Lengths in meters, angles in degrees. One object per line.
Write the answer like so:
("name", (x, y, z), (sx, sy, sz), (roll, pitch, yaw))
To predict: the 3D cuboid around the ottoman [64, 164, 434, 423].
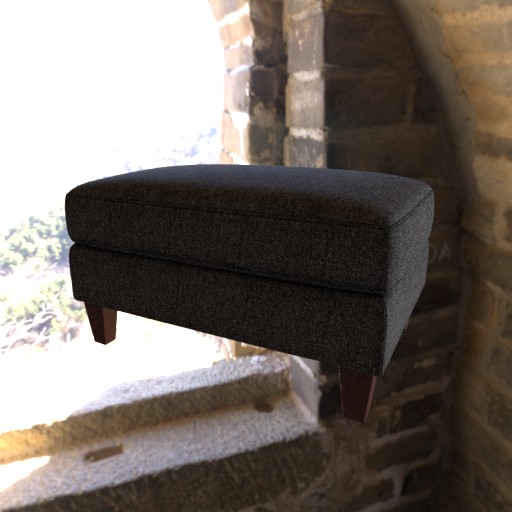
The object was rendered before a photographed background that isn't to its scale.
("ottoman", (0.000, 0.000, 1.234), (0.864, 0.483, 0.584), (9, 19, 26))
